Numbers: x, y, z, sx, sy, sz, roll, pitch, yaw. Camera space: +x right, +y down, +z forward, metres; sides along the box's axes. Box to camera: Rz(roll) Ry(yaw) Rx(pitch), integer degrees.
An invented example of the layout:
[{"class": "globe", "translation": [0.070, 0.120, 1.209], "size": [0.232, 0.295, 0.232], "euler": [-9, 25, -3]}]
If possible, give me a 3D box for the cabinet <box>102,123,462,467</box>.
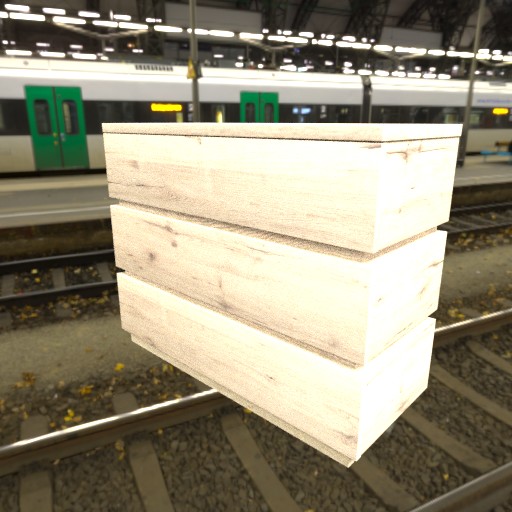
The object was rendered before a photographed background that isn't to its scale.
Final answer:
[{"class": "cabinet", "translation": [0.000, 0.000, 1.435], "size": [1.040, 0.820, 0.420], "euler": [15, 23, 41]}]
